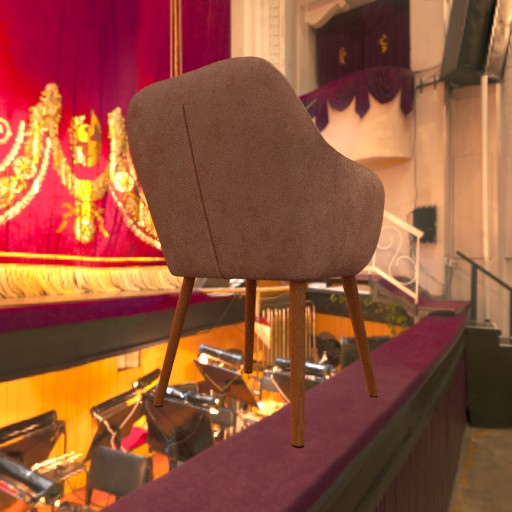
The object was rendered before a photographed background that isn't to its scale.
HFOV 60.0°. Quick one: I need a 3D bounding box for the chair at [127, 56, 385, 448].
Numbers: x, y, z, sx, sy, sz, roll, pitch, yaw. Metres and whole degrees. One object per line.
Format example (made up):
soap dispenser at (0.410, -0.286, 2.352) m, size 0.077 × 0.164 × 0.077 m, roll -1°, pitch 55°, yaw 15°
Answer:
chair at (0.000, 0.000, 1.228) m, size 0.610 × 0.832 × 0.570 m, roll 0°, pitch 0°, yaw 36°
